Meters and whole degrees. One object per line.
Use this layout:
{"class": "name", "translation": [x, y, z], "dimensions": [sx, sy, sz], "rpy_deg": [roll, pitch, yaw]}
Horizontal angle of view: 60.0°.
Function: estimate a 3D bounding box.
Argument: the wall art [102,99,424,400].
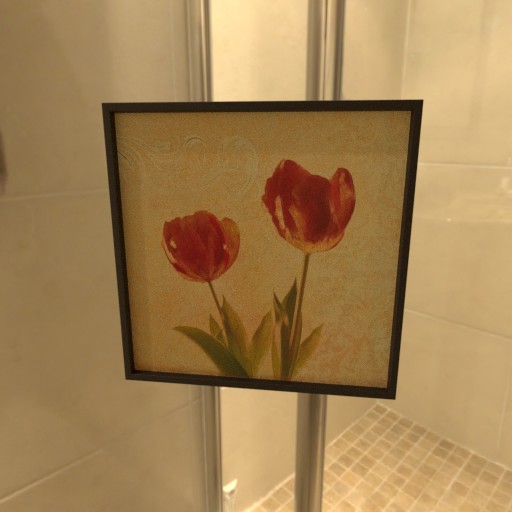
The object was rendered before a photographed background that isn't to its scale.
{"class": "wall art", "translation": [0.000, 0.000, 1.224], "dimensions": [0.805, 0.807, 0.043], "rpy_deg": [2, 15, 7]}
